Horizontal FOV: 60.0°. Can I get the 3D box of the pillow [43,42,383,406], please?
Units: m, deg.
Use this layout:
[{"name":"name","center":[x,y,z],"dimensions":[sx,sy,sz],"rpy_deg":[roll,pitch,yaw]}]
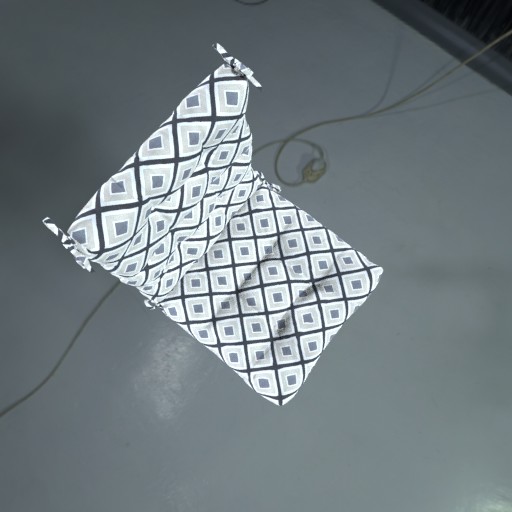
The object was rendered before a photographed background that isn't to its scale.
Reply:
[{"name":"pillow","center":[0.000,0.000,1.037],"dimensions":[0.571,0.605,0.519],"rpy_deg":[38,79,8]}]
